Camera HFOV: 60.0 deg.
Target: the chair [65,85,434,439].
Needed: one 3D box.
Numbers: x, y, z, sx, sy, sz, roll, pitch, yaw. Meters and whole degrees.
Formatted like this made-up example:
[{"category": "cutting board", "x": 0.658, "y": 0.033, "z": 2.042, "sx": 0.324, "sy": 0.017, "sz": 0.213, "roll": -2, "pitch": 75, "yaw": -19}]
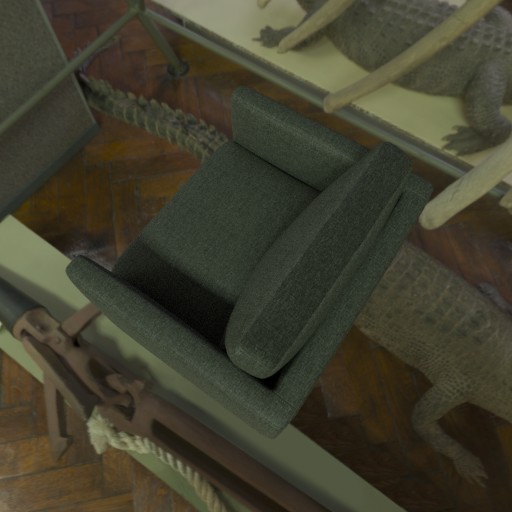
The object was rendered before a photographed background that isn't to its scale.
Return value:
[{"category": "chair", "x": 0.000, "y": 0.000, "z": 1.861, "sx": 0.959, "sy": 0.963, "sz": 1.107, "roll": 32, "pitch": 69, "yaw": 14}]
